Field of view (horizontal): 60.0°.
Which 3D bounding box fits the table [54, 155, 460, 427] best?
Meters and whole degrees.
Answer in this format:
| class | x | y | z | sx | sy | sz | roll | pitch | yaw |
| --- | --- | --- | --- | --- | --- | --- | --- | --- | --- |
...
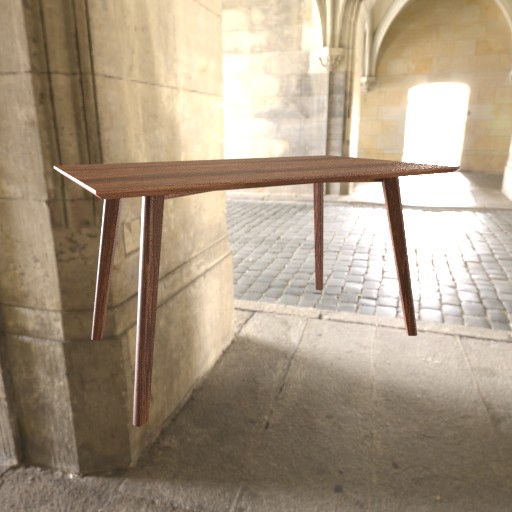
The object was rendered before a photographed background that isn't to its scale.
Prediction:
| class | x | y | z | sx | sy | sz | roll | pitch | yaw |
| --- | --- | --- | --- | --- | --- | --- | --- | --- | --- |
| table | 0.000 | 0.000 | 1.813 | 1.349 | 0.724 | 0.801 | -9 | 19 | -29 |
